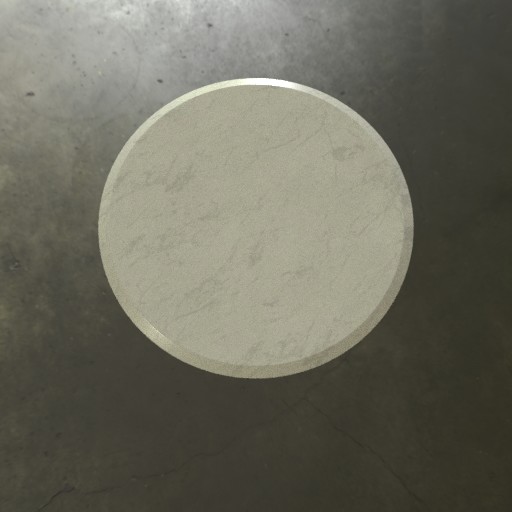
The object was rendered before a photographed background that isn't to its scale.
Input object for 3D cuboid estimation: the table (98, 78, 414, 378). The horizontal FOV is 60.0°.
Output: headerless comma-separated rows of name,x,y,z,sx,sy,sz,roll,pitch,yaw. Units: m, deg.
table,0.000,0.000,0.785,0.407,0.447,0.407,0,76,0
